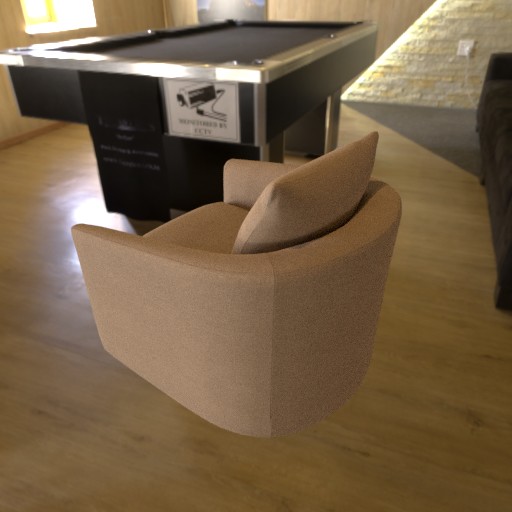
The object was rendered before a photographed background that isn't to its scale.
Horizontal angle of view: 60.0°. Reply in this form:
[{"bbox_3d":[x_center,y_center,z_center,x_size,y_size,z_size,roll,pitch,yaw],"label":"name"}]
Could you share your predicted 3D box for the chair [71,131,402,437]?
[{"bbox_3d":[0.000,0.000,1.560,0.910,0.848,0.845,22,38,31],"label":"chair"}]
